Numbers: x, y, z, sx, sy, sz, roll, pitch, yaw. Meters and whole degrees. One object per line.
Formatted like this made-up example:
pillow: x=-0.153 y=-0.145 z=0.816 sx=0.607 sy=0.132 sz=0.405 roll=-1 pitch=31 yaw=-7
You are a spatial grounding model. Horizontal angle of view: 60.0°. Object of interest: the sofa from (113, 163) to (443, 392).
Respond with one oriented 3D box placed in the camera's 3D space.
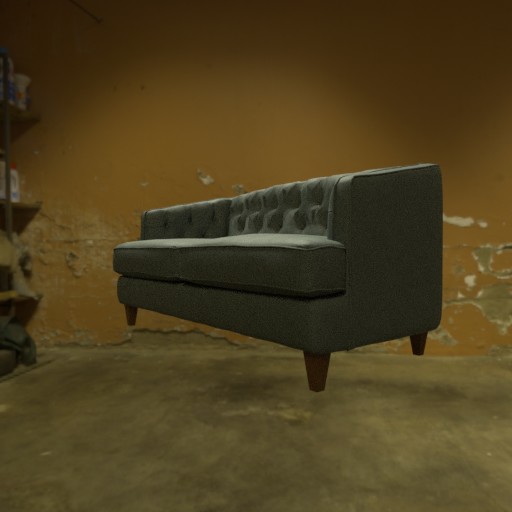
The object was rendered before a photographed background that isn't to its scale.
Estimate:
sofa: x=0.000 y=0.000 z=2.283 sx=0.941 sy=0.855 sz=1.733 roll=-1 pitch=1 yaw=-37
